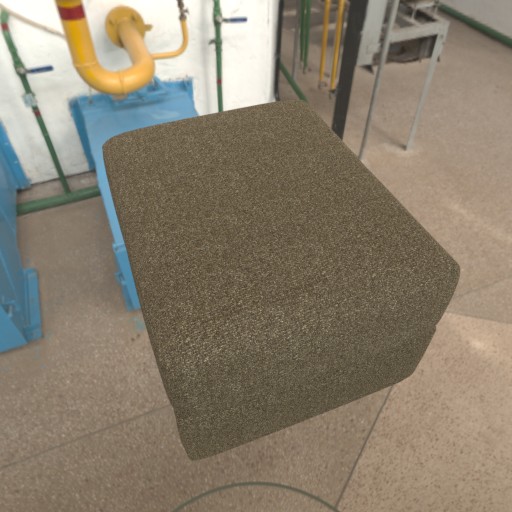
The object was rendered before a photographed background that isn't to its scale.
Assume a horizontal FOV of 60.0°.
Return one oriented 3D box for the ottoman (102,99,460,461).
[{"bbox_3d":[0.000,0.000,1.117,0.598,0.476,0.742,-16,49,-14],"label":"ottoman"}]
